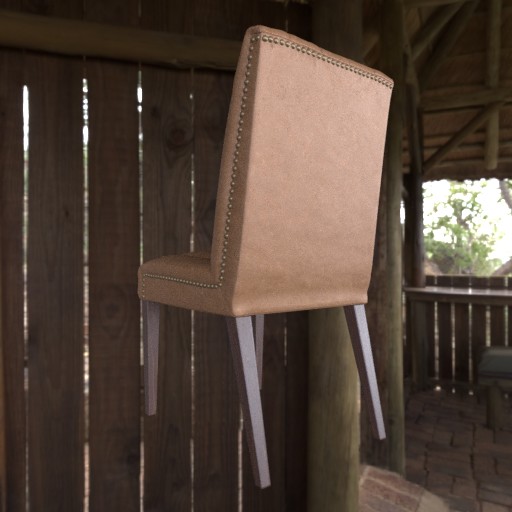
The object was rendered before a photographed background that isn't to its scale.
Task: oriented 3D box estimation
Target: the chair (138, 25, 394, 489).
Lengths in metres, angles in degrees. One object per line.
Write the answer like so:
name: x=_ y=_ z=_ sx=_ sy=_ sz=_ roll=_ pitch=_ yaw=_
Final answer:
chair: x=0.000 y=0.000 z=1.334 sx=0.511 sy=1.016 sz=0.647 roll=0 pitch=0 yaw=-38
